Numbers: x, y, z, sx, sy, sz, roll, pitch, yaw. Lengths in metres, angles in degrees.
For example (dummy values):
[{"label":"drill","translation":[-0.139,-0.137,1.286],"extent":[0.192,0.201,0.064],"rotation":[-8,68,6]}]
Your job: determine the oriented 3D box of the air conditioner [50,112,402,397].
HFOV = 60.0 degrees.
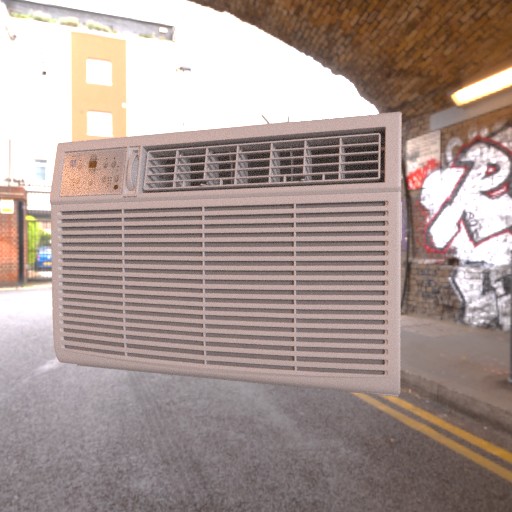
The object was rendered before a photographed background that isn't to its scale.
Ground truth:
[{"label":"air conditioner","translation":[0.000,0.000,1.037],"extent":[0.645,0.455,0.599],"rotation":[0,1,18]}]
